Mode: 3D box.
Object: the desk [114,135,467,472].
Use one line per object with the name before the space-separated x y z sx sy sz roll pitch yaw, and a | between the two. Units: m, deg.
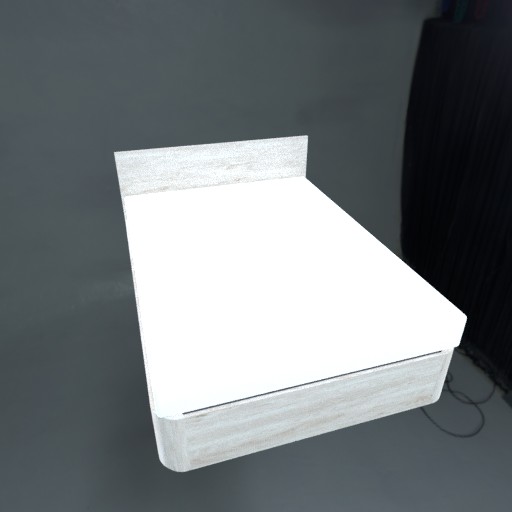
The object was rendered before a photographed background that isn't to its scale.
desk | 0.000 0.000 2.571 1.400 0.800 1.900 -9 31 -15
